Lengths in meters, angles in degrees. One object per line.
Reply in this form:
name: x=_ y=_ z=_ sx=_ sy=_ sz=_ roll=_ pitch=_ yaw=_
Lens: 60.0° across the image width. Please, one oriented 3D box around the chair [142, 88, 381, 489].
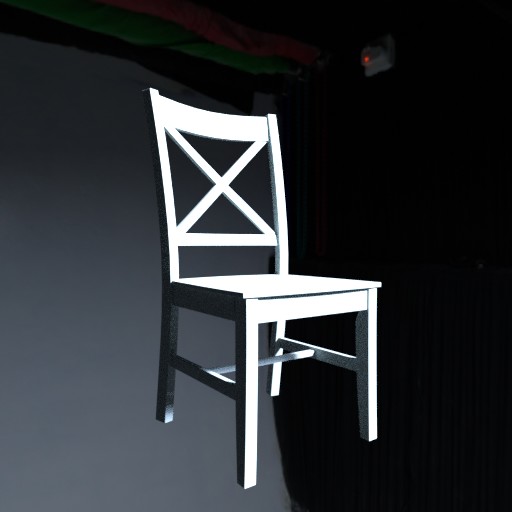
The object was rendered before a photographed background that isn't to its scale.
chair: x=0.000 y=0.000 z=1.274 sx=0.485 sy=0.983 sz=0.542 roll=-1 pitch=2 yaw=-35
